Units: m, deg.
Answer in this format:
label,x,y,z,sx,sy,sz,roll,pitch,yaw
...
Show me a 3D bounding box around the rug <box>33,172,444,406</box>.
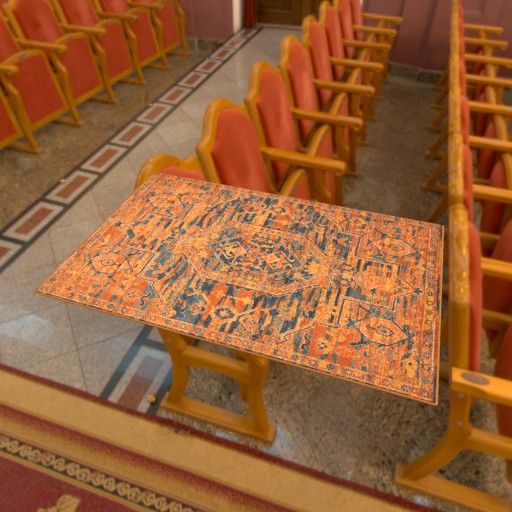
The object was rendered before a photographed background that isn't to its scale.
label,x,y,z,sx,sy,sz,roll,pitch,yaw
rug,0.000,0.000,1.081,0.863,0.008,0.557,13,42,14
